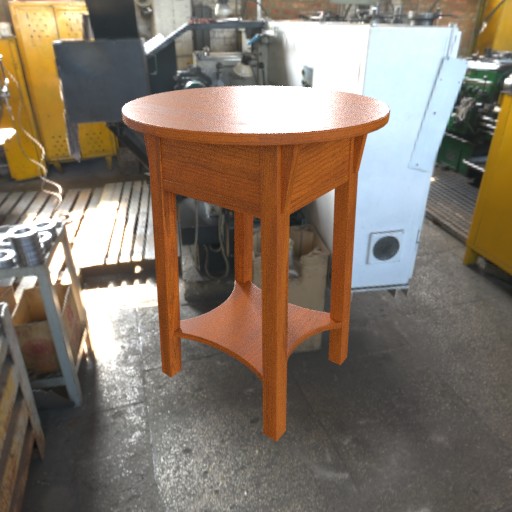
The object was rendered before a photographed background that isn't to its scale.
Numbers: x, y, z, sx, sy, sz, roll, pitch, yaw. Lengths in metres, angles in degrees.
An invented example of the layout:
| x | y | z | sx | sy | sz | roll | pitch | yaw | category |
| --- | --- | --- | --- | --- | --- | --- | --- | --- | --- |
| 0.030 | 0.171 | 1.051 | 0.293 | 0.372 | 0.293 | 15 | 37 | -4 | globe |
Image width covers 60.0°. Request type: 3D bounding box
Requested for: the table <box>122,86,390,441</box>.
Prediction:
| x | y | z | sx | sy | sz | roll | pitch | yaw | category |
| --- | --- | --- | --- | --- | --- | --- | --- | --- | --- |
| 0.000 | 0.000 | 0.925 | 0.457 | 0.610 | 0.457 | 0 | 28 | 0 | table |
